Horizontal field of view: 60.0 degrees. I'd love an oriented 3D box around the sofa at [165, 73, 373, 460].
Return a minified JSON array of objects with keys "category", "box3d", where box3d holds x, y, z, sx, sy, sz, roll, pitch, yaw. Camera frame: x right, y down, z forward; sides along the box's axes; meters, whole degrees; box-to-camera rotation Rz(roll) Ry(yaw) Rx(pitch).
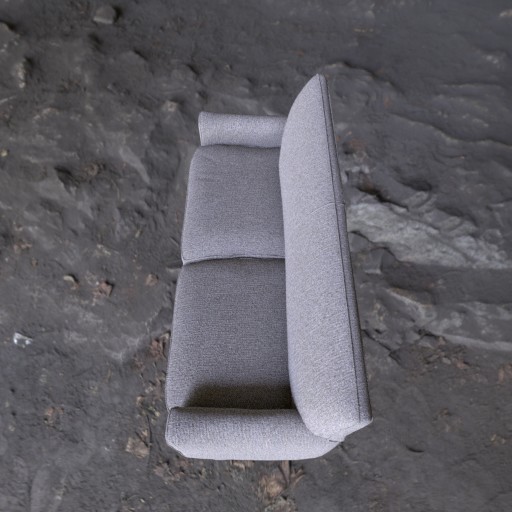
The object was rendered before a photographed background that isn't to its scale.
[{"category":"sofa","box3d":[0.000,0.000,2.476,0.854,0.942,2.026,0,57,0]}]
